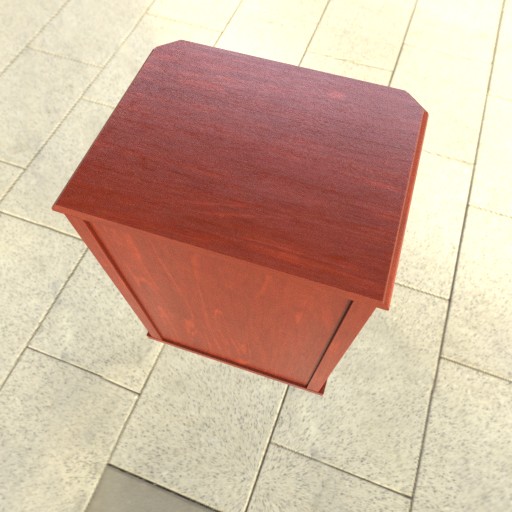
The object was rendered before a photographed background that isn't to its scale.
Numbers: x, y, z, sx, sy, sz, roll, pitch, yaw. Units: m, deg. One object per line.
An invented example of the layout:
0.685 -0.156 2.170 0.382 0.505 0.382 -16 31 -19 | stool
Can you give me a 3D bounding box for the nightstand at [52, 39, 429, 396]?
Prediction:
0.000 0.000 0.900 0.435 0.681 0.351 16 64 8 | nightstand
